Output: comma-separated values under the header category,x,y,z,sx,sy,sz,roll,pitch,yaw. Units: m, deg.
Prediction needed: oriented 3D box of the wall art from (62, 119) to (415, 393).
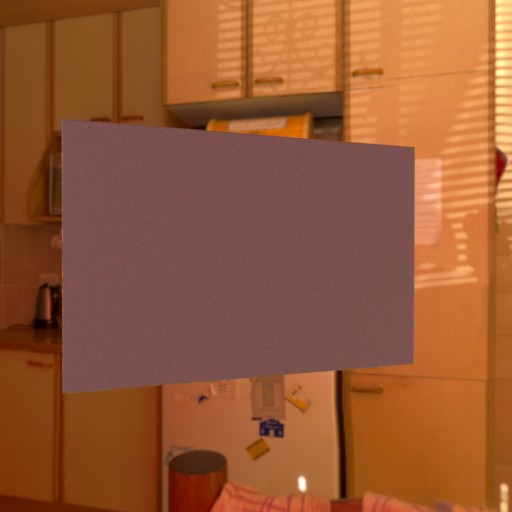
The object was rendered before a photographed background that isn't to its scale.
category,x,y,z,sx,sy,sz,roll,pitch,yaw
wall art,0.000,0.000,0.761,0.610,0.406,0.037,0,0,-17
